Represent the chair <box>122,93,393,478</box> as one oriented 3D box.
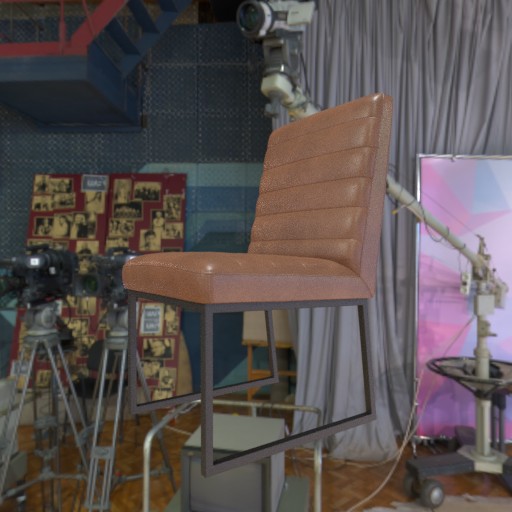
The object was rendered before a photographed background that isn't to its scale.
[{"bbox_3d":[0.000,0.000,1.291,0.634,0.930,0.520,0,1,-36],"label":"chair"}]
